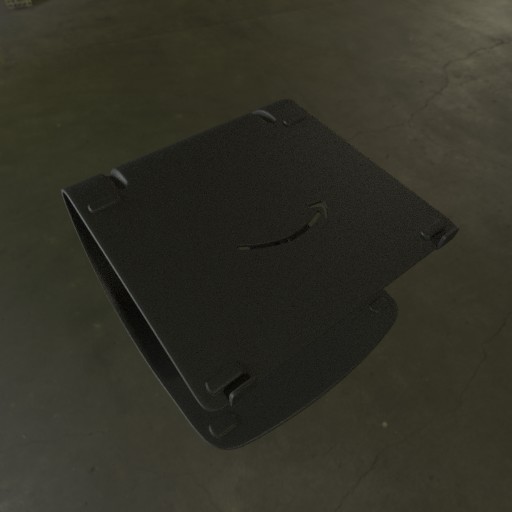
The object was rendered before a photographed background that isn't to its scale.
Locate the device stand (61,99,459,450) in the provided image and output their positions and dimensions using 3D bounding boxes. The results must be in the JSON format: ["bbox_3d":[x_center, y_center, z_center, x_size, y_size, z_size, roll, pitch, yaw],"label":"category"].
[{"bbox_3d":[0.000,0.000,0.406,0.256,0.155,0.236,-31,54,-26],"label":"device stand"}]
